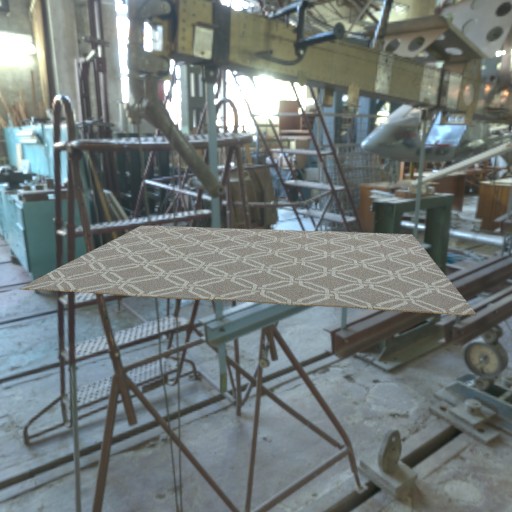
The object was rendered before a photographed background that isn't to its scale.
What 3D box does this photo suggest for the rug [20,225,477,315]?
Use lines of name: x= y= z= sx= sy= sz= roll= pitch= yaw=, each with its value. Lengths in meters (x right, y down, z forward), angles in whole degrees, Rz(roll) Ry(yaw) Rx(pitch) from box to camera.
rug: x=0.000 y=0.000 z=2.737 sx=2.135 sy=0.013 sz=1.524 roll=2 pitch=16 yaw=8
